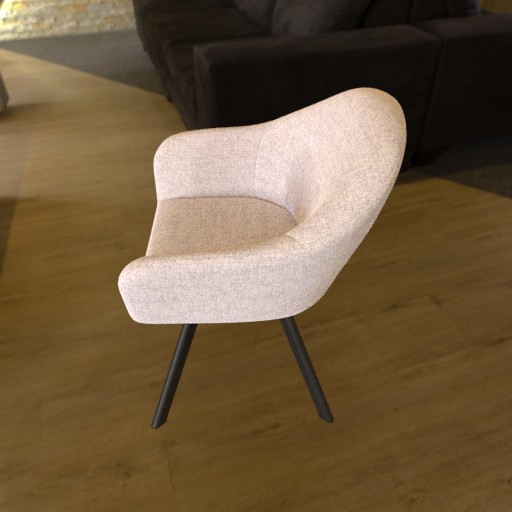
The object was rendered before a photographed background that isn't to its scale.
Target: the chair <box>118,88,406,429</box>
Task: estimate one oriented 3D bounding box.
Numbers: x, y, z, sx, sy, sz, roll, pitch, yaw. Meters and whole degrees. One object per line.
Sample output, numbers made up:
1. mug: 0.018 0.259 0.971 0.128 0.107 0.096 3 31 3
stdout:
1. chair: 0.000 0.000 1.099 0.570 0.780 0.540 -1 40 -2
